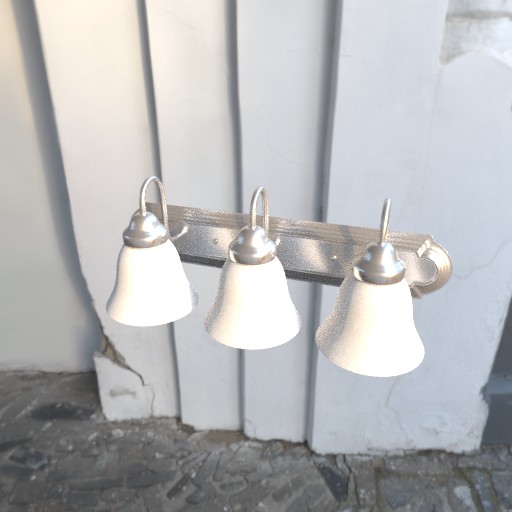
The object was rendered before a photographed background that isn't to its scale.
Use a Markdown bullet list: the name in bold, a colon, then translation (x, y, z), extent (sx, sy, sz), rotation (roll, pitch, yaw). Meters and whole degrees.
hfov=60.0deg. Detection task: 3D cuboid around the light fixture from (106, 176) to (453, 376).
- **light fixture**: translation (0.000, 0.000, 0.718), extent (0.610, 0.222, 0.199), rotation (8, 26, 17)
